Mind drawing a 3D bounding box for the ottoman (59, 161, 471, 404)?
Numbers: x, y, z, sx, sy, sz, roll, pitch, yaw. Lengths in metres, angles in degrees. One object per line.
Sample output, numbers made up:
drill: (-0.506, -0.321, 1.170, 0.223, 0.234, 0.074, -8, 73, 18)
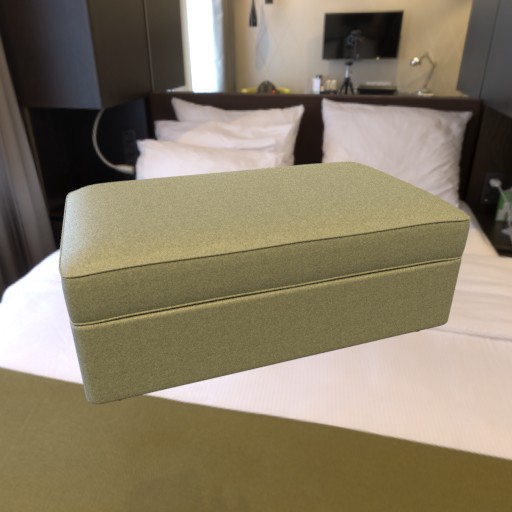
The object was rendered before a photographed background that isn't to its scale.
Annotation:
ottoman: (0.000, 0.000, 1.524, 1.173, 0.494, 0.681, -9, 27, -17)
